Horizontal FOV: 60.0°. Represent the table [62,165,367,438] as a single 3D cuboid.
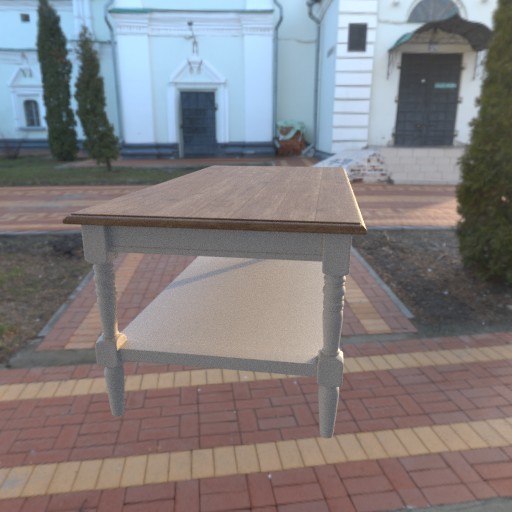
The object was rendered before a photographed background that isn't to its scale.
[{"bbox_3d":[0.000,0.000,1.381,0.559,0.458,1.118,3,16,9],"label":"table"}]
